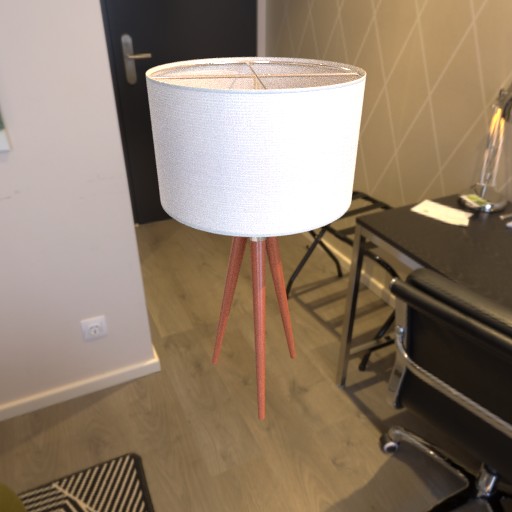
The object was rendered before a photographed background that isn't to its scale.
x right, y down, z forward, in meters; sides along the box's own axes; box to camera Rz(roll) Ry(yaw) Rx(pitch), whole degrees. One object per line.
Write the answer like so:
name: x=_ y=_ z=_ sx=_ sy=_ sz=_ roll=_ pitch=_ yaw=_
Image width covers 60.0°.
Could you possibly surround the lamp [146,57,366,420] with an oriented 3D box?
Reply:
lamp: x=0.000 y=0.000 z=0.908 sx=0.354 sy=0.709 sz=0.355 roll=19 pitch=35 yaw=29
